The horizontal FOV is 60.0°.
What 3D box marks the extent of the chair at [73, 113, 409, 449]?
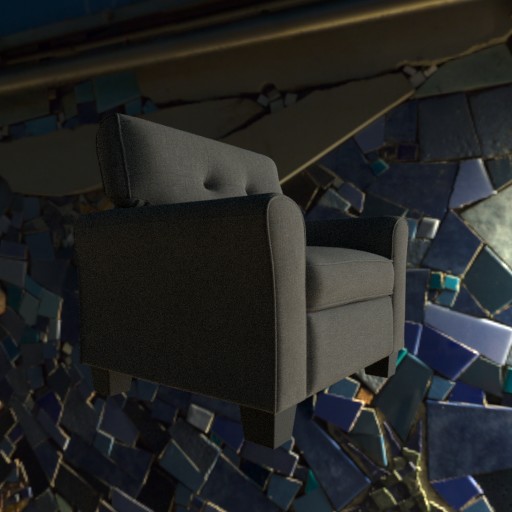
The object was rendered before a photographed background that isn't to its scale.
[{"bbox_3d":[0.000,0.000,1.556,0.816,0.890,0.941,0,1,37],"label":"chair"}]
